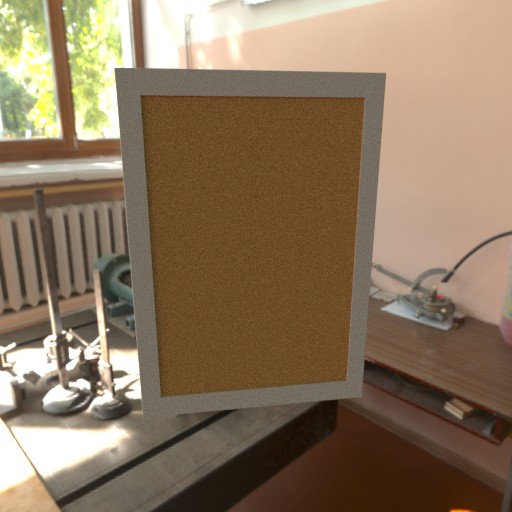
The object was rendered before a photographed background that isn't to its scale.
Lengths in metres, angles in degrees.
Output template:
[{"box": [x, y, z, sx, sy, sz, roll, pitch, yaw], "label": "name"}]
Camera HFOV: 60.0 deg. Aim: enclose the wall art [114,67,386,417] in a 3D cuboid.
[{"box": [0.000, 0.000, 0.681, 0.374, 0.529, 0.012, -3, 16, -9], "label": "wall art"}]
